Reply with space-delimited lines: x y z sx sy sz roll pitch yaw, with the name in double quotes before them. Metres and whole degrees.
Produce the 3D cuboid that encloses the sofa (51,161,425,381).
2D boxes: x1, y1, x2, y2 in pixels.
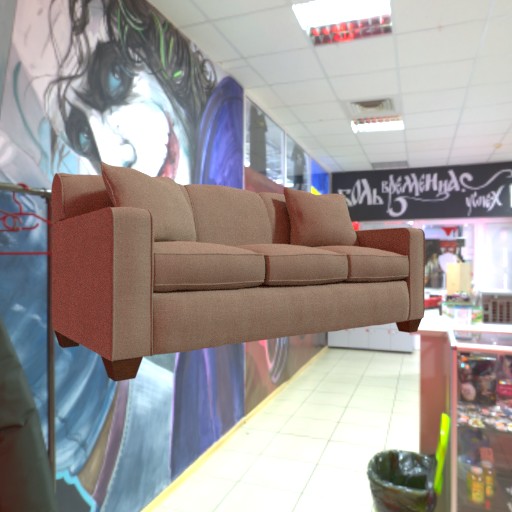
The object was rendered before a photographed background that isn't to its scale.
"sofa" 0.000 0.000 2.586 2.024 0.958 0.997 0 -1 -37
